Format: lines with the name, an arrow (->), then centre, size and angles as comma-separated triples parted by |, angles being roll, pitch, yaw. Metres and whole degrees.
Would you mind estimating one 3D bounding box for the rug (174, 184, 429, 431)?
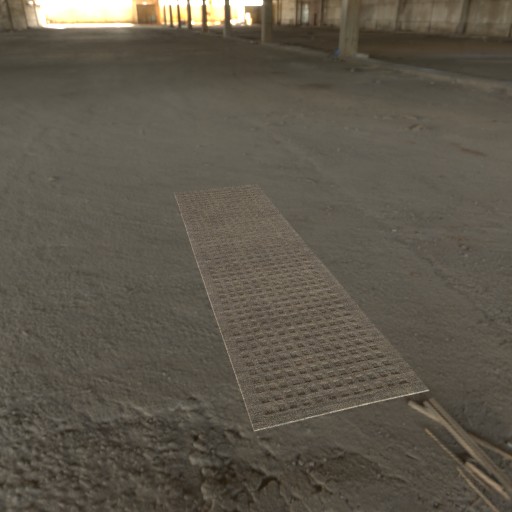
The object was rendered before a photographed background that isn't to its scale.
rug -> 0.000, 0.000, 2.662 | 0.706, 0.009, 2.443 | -8, 30, -14
